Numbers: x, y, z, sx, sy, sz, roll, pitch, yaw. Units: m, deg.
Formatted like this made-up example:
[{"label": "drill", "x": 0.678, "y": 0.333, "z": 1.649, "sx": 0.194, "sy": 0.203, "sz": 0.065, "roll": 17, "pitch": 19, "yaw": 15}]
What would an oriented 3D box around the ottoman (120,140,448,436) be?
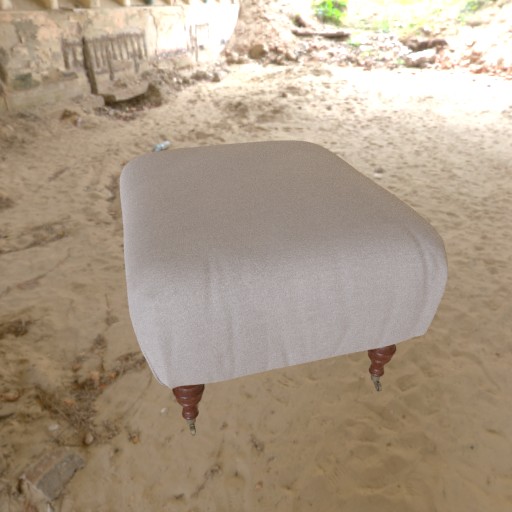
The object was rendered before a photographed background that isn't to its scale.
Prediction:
[{"label": "ottoman", "x": 0.000, "y": 0.000, "z": 1.126, "sx": 0.622, "sy": 0.450, "sz": 0.746, "roll": -8, "pitch": 31, "yaw": -14}]
